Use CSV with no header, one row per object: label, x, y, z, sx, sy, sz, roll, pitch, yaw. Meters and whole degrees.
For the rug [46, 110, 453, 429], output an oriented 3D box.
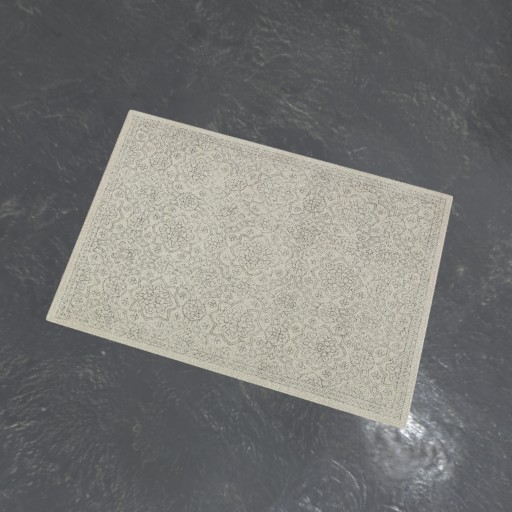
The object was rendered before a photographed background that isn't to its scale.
rug,0.000,0.000,2.853,2.286,0.011,1.524,16,77,4
